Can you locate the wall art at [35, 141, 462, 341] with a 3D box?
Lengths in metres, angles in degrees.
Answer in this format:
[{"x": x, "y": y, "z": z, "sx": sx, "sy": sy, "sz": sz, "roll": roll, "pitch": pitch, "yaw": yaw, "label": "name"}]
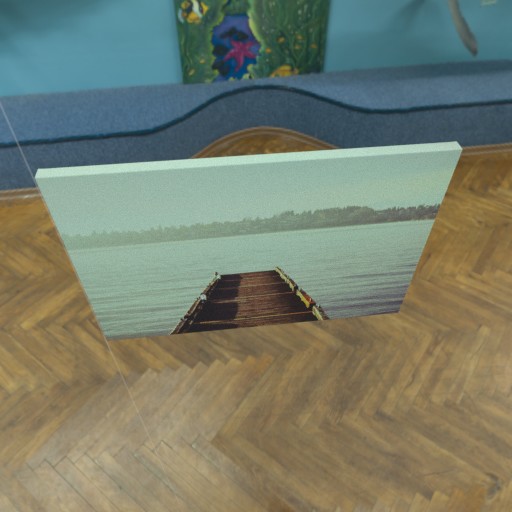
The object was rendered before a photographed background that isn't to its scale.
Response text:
[{"x": 0.000, "y": 0.000, "z": 1.472, "sx": 1.149, "sy": 0.765, "sz": 0.040, "roll": -5, "pitch": 47, "yaw": -5, "label": "wall art"}]
